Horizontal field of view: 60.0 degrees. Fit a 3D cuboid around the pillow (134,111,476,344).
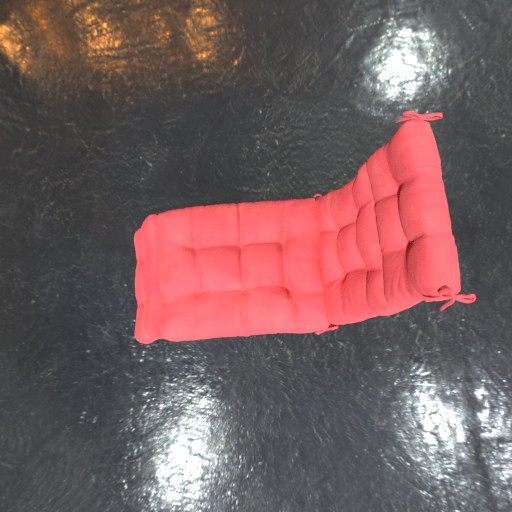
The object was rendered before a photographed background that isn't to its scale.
[{"bbox_3d":[0.000,0.000,1.485,1.016,0.863,0.526,-4,76,-1],"label":"pillow"}]
